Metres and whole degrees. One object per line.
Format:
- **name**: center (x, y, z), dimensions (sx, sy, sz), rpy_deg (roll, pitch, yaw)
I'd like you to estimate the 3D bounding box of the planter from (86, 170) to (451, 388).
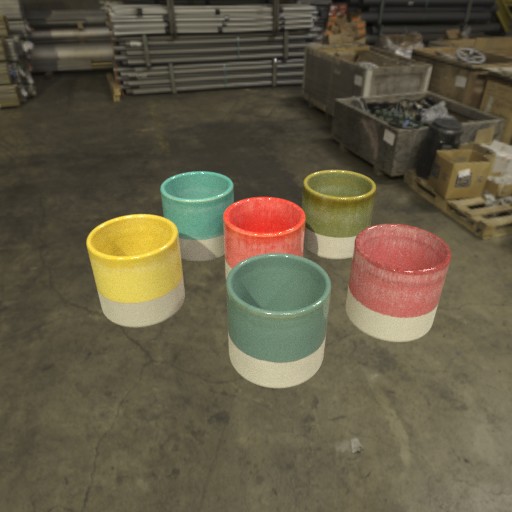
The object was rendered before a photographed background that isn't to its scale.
- **planter**: center (0.000, 0.000, 0.412), dimensions (0.286, 0.075, 0.257), rpy_deg (-9, 34, -13)
